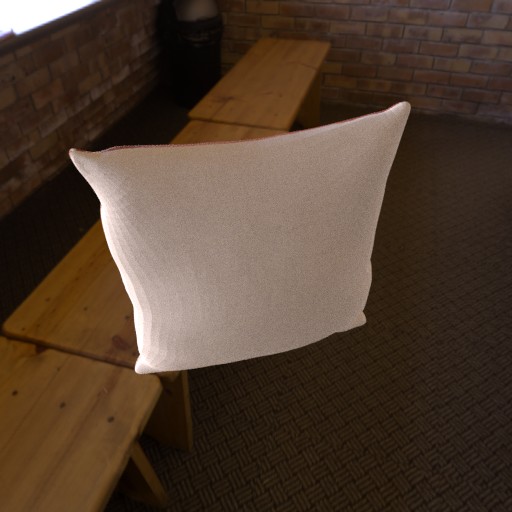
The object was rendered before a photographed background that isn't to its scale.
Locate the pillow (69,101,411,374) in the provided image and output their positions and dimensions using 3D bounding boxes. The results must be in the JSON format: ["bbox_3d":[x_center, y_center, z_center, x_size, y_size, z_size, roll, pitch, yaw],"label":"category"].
[{"bbox_3d":[0.000,0.000,0.682,0.440,0.441,0.182,-11,43,-12],"label":"pillow"}]
